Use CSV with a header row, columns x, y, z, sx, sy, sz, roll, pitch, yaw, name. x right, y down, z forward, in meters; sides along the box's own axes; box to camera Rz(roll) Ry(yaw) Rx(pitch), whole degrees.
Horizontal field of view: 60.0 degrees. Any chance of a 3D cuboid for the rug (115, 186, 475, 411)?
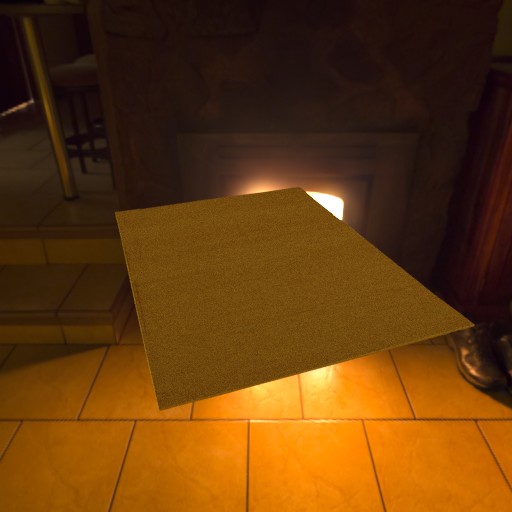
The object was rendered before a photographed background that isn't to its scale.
x,y,z,sx,sy,sz,roll,pitch,yaw,name
0.000,0.000,4.359,2.434,0.045,3.202,-10,31,-17,rug
